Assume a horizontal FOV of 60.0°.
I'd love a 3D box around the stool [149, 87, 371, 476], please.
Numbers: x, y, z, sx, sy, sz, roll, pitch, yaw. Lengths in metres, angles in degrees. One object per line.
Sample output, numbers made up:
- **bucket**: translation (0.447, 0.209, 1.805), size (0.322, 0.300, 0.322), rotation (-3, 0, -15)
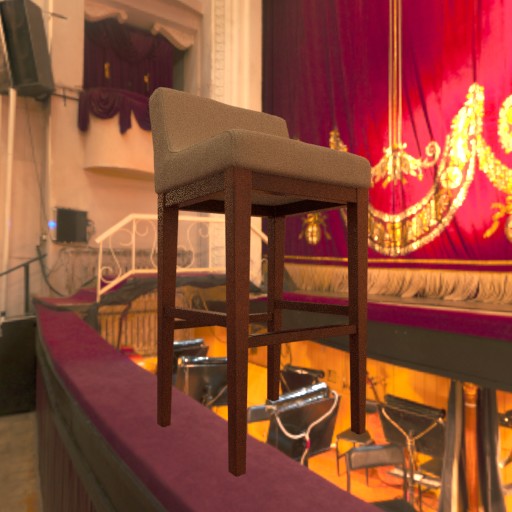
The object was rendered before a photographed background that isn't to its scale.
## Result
- **stool**: translation (0.000, 0.000, 1.343), size (0.511, 1.037, 0.500), rotation (1, -2, -37)
